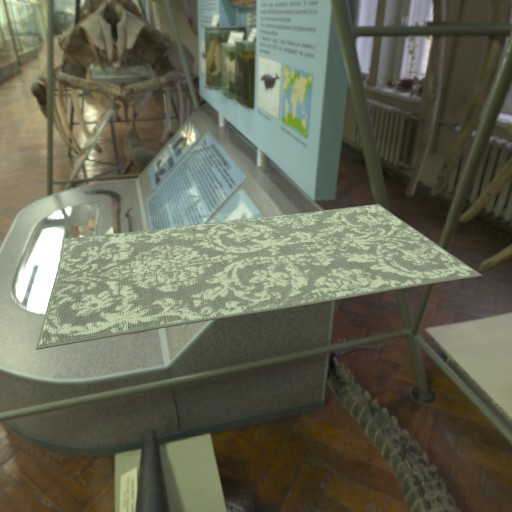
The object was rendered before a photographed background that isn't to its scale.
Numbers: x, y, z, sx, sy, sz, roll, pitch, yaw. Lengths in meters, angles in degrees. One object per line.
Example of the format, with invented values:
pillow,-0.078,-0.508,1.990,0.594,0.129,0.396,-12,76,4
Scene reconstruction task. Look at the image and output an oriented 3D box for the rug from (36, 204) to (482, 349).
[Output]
rug,0.000,0.000,1.417,1.219,0.007,0.604,-7,29,-14
